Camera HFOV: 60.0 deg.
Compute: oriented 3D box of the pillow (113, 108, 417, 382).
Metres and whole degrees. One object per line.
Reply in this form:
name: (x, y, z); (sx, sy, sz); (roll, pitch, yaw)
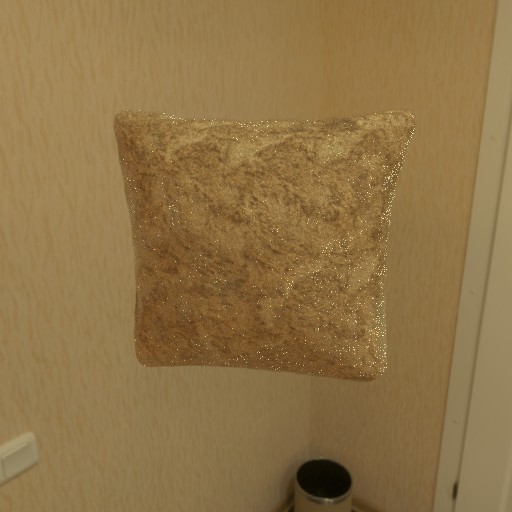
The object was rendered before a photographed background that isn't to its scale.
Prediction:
pillow: (0.000, 0.000, 0.822); (0.538, 0.525, 0.216); (2, 16, 8)
